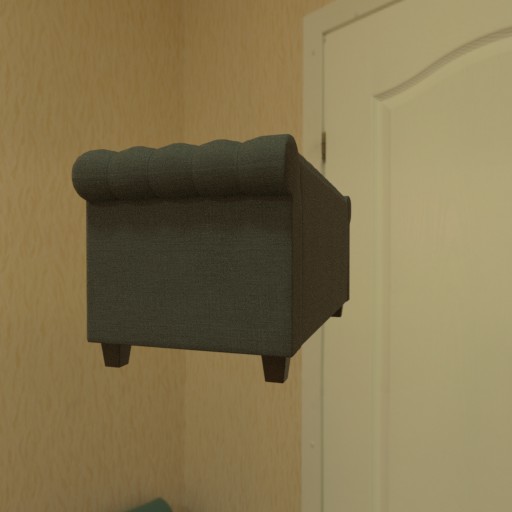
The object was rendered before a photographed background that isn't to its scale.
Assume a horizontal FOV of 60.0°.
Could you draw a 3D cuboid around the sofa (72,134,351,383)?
[{"bbox_3d":[0.000,0.000,2.249,0.783,0.797,1.798,0,1,18],"label":"sofa"}]
